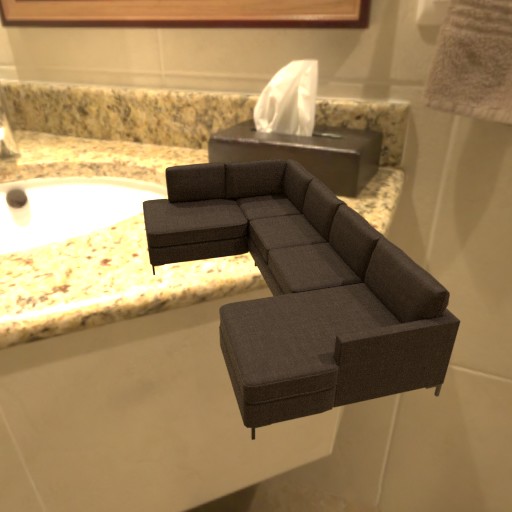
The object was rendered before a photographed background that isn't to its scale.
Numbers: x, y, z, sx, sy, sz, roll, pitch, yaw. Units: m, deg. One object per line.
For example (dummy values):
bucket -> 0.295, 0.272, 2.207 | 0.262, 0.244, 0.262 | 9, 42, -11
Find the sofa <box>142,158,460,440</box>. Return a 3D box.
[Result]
sofa -> 0.000, 0.000, 4.367 | 2.048, 0.999, 3.423 | -7, 30, -13
